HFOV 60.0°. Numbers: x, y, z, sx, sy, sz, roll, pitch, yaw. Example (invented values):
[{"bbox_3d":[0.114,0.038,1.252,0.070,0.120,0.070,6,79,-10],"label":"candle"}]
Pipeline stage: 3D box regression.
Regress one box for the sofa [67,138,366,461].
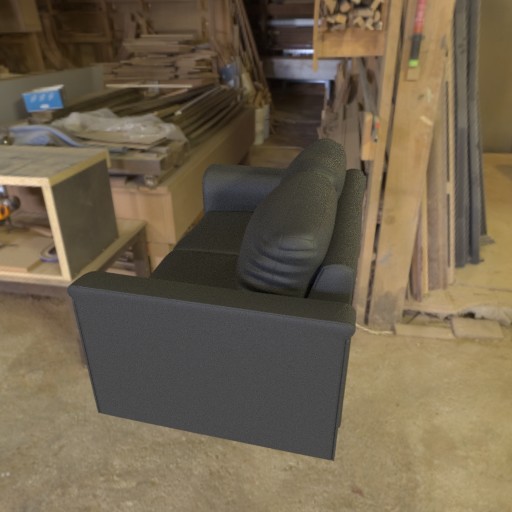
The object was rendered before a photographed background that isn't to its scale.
[{"bbox_3d":[0.000,0.000,1.962,0.887,0.845,1.386,6,28,12],"label":"sofa"}]
